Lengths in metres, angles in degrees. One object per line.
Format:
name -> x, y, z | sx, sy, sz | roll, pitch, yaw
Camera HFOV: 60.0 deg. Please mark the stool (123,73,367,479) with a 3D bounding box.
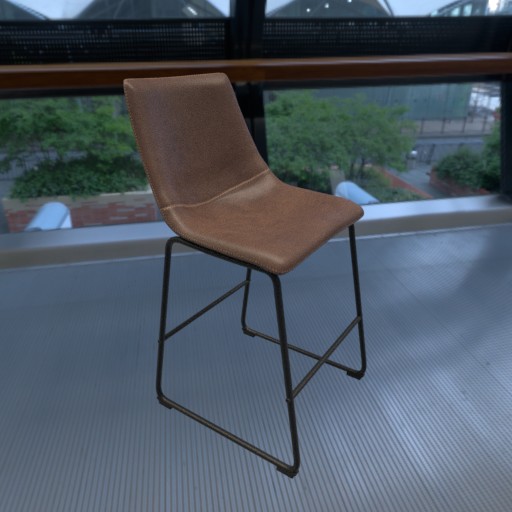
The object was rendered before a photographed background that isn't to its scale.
stool -> 0.000, 0.000, 1.199 | 0.550, 0.890, 0.460 | 16, 30, 30
